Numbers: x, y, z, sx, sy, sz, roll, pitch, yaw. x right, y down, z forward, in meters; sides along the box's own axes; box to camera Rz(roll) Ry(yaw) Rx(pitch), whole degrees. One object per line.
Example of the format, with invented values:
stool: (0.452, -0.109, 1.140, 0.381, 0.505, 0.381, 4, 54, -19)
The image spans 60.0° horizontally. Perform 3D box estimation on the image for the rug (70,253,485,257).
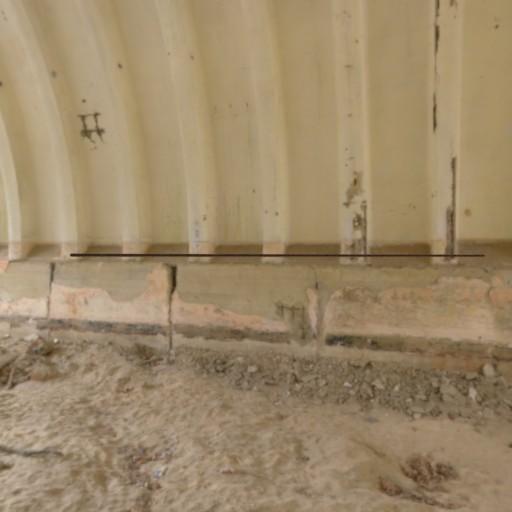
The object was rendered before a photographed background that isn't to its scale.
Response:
rug: (0.000, 0.000, 4.170, 3.032, 0.020, 2.411, 0, 0, -18)
